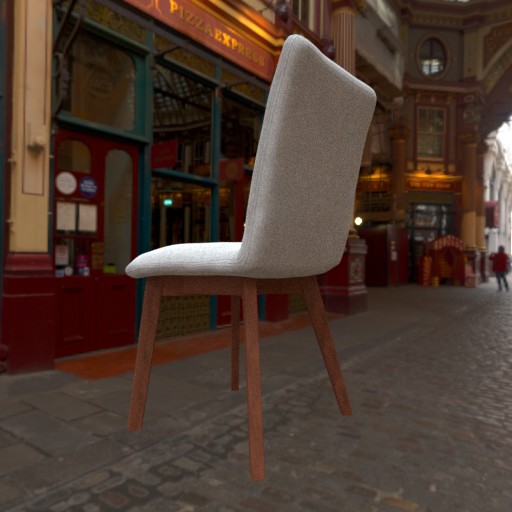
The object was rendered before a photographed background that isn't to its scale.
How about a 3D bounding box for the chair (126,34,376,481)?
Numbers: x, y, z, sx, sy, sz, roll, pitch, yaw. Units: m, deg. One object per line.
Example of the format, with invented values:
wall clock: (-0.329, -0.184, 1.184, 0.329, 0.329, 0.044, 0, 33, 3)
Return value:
chair: (0.000, 0.000, 1.272, 0.563, 0.974, 0.522, 0, 0, 36)
